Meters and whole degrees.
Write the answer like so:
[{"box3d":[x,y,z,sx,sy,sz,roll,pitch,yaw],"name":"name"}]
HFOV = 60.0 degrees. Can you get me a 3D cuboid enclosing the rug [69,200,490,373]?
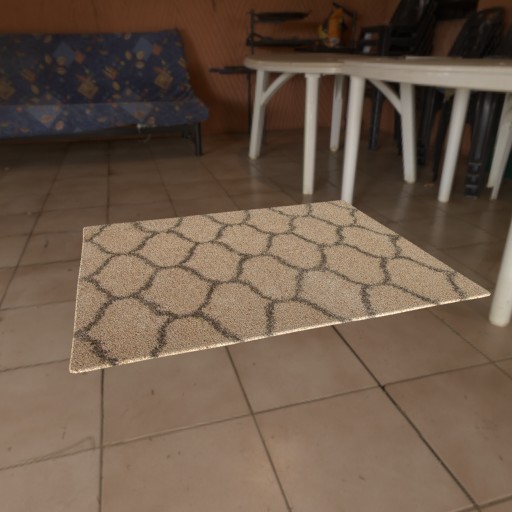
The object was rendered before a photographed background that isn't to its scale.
[{"box3d":[0.000,0.000,3.977,3.000,0.026,2.399,-8,26,-16],"name":"rug"}]
